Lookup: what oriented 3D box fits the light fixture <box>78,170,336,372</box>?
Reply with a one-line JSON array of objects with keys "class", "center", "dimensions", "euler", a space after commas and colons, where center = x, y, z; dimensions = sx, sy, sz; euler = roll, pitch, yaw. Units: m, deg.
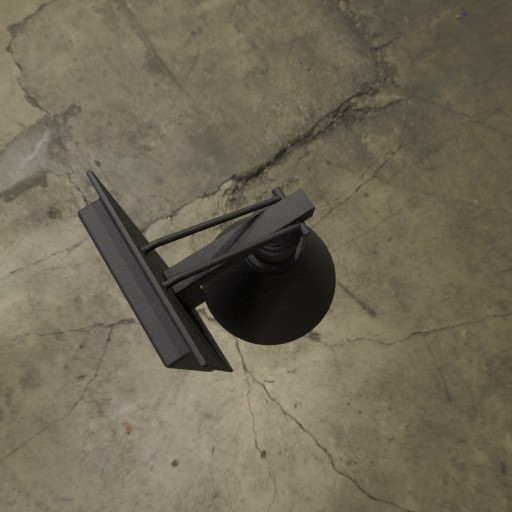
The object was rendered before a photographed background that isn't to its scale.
[{"class": "light fixture", "center": [0.000, 0.000, 0.424], "dimensions": [0.207, 0.298, 0.170], "euler": [-32, 77, -8]}]
